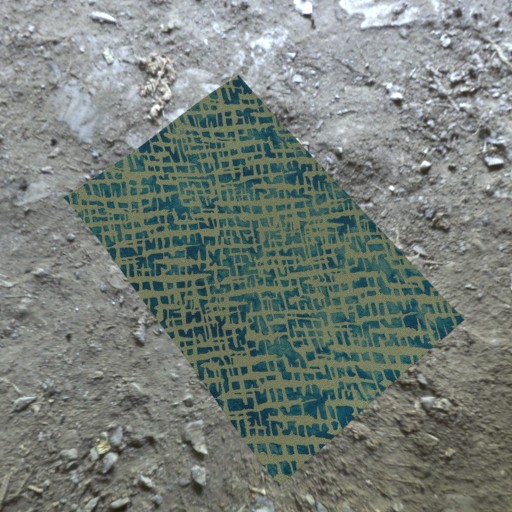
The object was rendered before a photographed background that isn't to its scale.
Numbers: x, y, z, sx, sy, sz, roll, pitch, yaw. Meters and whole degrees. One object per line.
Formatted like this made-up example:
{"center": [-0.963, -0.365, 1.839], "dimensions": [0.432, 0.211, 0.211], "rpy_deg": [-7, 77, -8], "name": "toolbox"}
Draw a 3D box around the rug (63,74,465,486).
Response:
{"center": [0.000, 0.000, 2.302], "dimensions": [1.209, 0.011, 1.830], "rpy_deg": [-38, 79, -9], "name": "rug"}
